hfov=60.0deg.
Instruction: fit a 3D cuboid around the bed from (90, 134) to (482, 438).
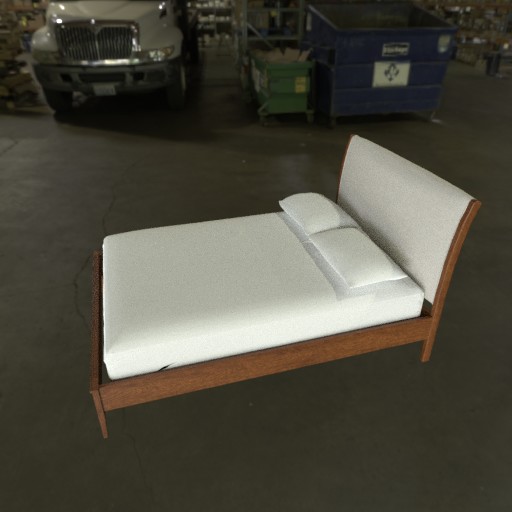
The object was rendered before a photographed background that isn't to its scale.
[{"bbox_3d":[0.000,0.000,3.275,2.380,1.250,1.612,-9,31,-15],"label":"bed"}]
